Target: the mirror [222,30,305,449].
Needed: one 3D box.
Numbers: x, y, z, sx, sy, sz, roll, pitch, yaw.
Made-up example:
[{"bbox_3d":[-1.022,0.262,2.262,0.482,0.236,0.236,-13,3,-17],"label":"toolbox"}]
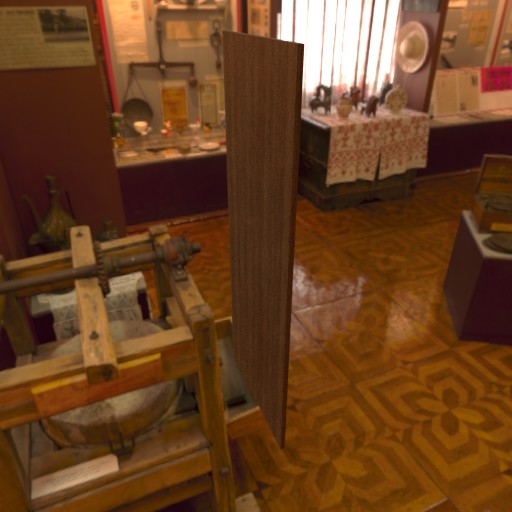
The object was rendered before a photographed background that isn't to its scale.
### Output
[{"bbox_3d":[0.000,0.000,2.280,0.025,2.032,0.812,-11,32,-18],"label":"mirror"}]
